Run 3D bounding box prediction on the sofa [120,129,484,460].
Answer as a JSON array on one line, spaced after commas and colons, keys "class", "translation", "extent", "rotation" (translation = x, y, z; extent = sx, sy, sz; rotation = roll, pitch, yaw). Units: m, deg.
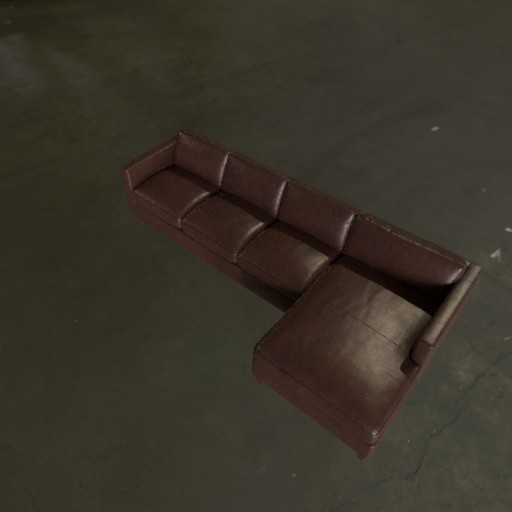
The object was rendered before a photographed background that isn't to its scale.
[{"class": "sofa", "translation": [0.000, 0.000, 3.854], "extent": [3.203, 0.883, 1.581], "rotation": [31, 53, 26]}]
